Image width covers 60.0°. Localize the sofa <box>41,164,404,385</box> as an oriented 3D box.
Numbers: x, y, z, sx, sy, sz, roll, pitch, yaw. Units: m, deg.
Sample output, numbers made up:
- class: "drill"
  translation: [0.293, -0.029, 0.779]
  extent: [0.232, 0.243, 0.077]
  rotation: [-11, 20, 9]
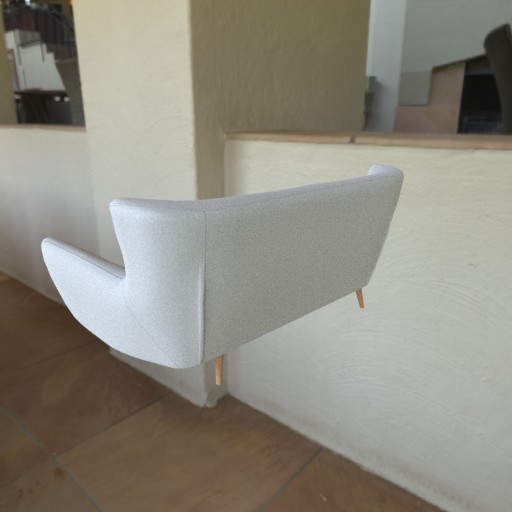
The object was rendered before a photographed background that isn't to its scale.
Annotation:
- class: "sofa"
  translation: [0.000, 0.000, 2.399]
  extent: [0.899, 0.890, 1.930]
  rotation: [16, 23, 42]
